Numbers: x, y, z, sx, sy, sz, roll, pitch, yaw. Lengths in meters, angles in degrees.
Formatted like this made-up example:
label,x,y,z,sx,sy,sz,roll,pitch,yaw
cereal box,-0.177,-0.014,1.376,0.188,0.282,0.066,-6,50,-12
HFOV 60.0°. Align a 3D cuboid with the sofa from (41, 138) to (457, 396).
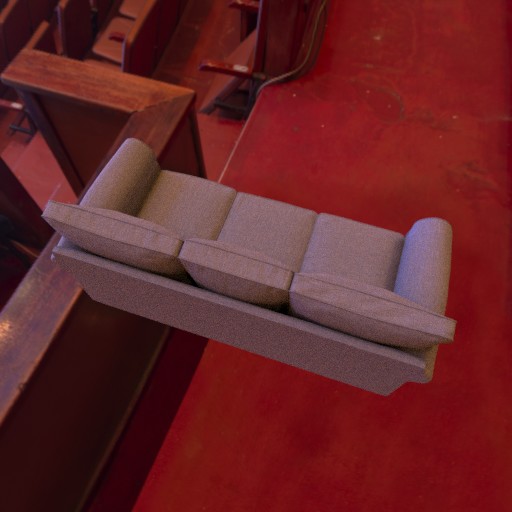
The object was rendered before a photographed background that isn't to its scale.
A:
label,x,y,z,sx,sy,sz,roll,pitch,yaw
sofa,0.000,0.000,2.589,2.084,0.961,0.916,16,63,9
